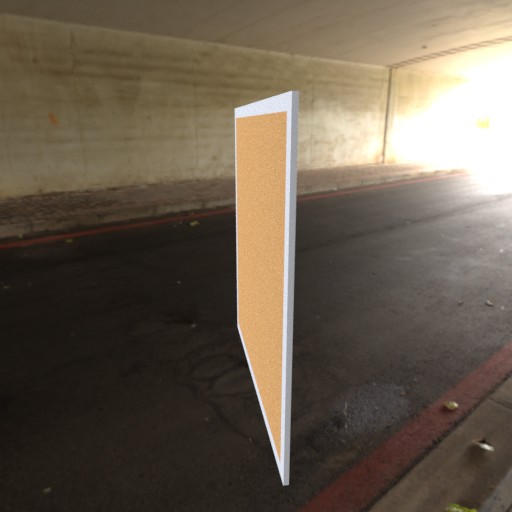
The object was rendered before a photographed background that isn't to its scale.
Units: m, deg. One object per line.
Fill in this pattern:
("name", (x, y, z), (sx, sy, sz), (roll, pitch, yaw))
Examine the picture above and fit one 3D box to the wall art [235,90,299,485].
("wall art", (0.000, 0.000, 1.242), (0.013, 0.813, 0.812), (-3, 17, -9))
